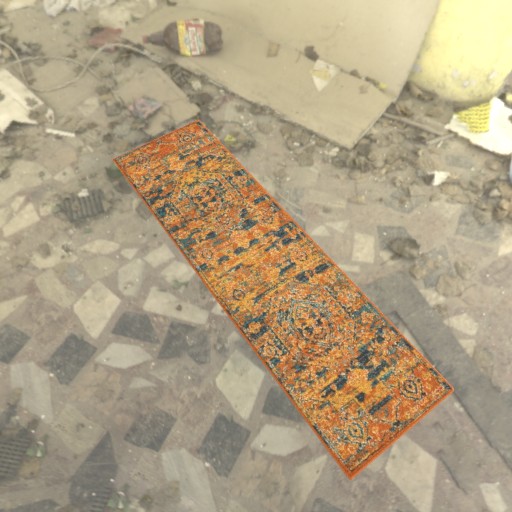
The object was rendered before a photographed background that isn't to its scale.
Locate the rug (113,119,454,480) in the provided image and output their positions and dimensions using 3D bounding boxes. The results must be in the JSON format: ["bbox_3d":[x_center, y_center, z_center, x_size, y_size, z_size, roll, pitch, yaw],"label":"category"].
[{"bbox_3d":[0.000,0.000,2.454,0.651,0.016,2.274,-31,63,-18],"label":"rug"}]
